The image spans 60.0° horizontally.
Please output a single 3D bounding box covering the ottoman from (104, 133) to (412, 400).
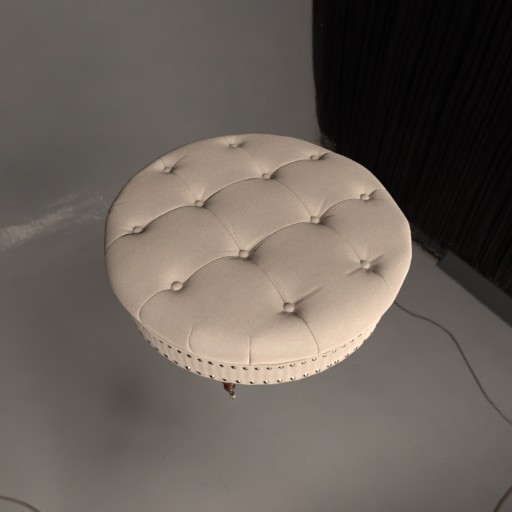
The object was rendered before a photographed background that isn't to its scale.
[{"bbox_3d":[0.000,0.000,1.417,0.901,0.439,0.901,0,47,0],"label":"ottoman"}]
